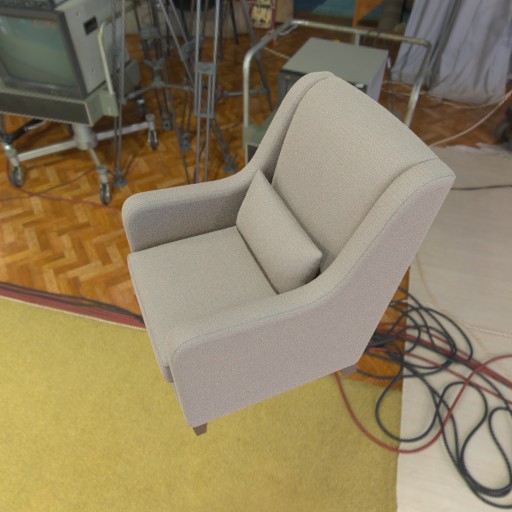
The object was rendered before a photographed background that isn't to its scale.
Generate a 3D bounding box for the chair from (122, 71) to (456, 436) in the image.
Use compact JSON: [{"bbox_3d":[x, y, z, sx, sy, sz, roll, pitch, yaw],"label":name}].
[{"bbox_3d":[0.000,0.000,1.636,0.896,1.017,0.715,-17,49,-16],"label":"chair"}]
